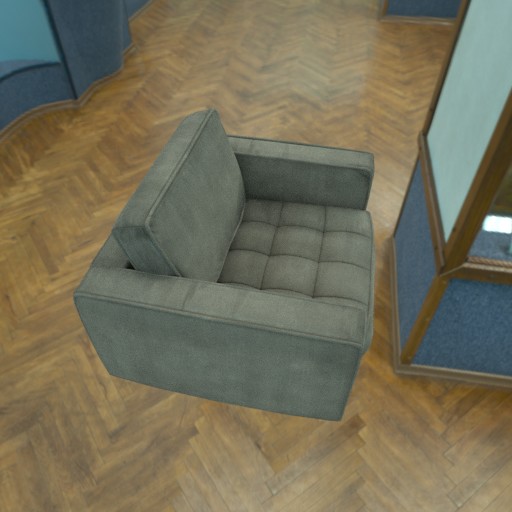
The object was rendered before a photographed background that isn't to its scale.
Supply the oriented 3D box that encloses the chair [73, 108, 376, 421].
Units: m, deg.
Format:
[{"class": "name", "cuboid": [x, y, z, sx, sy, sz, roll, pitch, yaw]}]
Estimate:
[{"class": "chair", "cuboid": [0.000, 0.000, 1.566, 0.843, 0.773, 0.928, 9, 46, 9]}]
